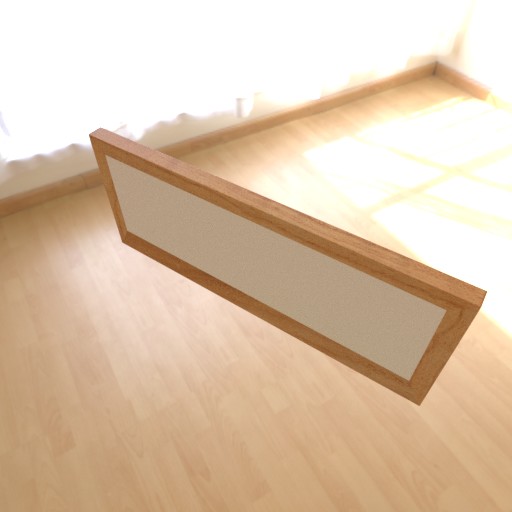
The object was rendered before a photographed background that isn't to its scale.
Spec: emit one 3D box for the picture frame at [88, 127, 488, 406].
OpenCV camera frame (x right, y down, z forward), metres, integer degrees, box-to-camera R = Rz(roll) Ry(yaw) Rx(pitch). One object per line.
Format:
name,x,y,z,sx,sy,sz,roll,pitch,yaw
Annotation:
picture frame,0.000,0.000,0.660,0.582,0.234,0.045,26,52,22
